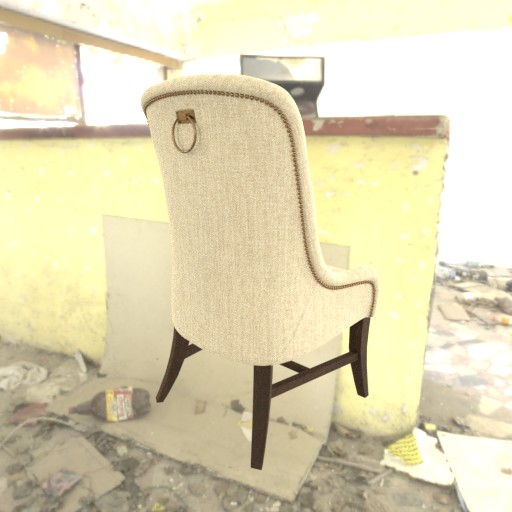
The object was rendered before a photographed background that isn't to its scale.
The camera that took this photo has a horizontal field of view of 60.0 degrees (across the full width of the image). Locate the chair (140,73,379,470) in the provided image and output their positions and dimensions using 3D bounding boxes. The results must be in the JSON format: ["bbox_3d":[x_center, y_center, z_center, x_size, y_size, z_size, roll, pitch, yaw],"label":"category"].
[{"bbox_3d":[0.000,0.000,1.509,0.634,1.091,0.629,13,19,42],"label":"chair"}]
